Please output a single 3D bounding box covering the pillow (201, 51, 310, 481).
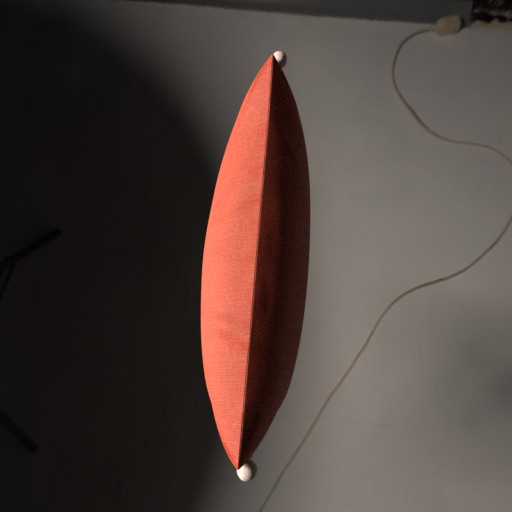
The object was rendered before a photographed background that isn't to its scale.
[{"bbox_3d":[0.000,0.000,0.823,0.201,0.322,0.709,5,76,1],"label":"pillow"}]
